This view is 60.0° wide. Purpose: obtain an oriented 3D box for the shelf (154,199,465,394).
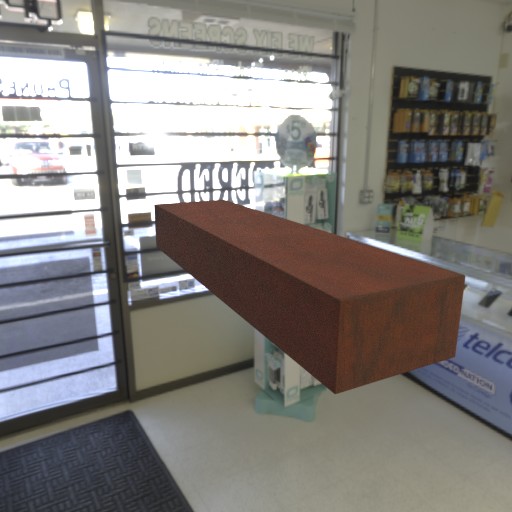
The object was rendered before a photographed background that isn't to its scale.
[{"bbox_3d":[0.000,0.000,0.672,0.152,0.088,0.607,-8,17,-26],"label":"shelf"}]
